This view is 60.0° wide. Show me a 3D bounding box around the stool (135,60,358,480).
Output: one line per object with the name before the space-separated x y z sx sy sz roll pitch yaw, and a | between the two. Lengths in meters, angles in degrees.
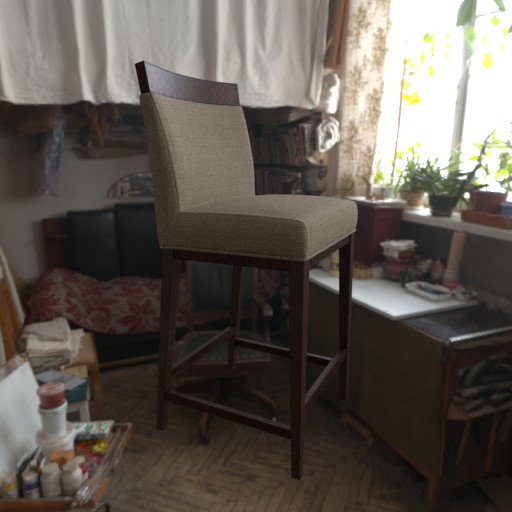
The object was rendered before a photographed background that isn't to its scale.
stool | 0.000 0.000 1.283 0.480 1.011 0.463 7 15 27
